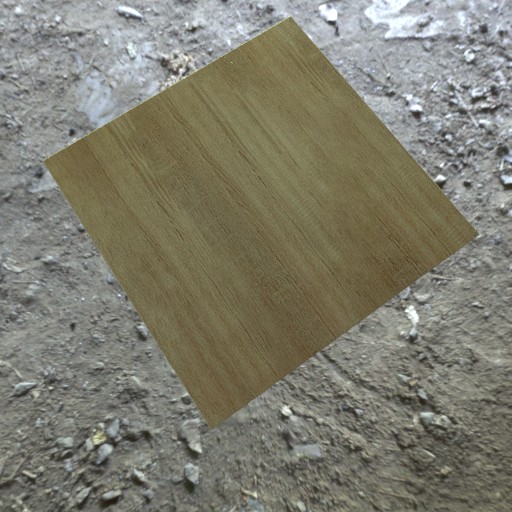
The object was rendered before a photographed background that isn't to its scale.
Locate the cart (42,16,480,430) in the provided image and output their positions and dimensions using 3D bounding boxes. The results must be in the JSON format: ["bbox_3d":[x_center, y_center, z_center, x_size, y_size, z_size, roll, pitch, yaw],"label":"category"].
[{"bbox_3d":[0.000,0.000,1.101,0.520,0.762,0.521,-34,78,-8],"label":"cart"}]
